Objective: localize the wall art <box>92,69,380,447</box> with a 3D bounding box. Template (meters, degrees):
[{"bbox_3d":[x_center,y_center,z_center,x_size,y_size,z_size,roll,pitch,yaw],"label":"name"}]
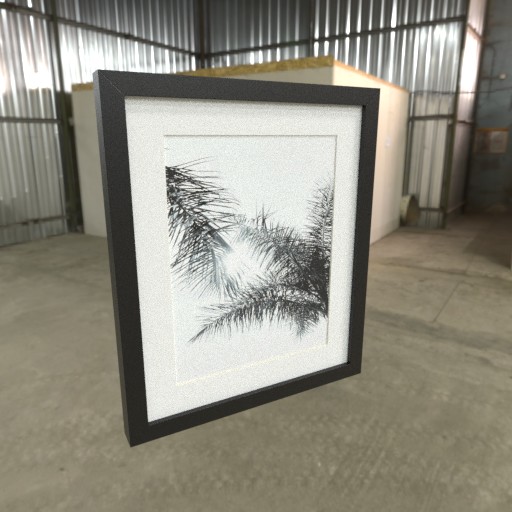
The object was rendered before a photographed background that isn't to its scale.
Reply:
[{"bbox_3d":[0.000,0.000,0.517,0.325,0.380,0.028,-8,17,-28],"label":"wall art"}]
